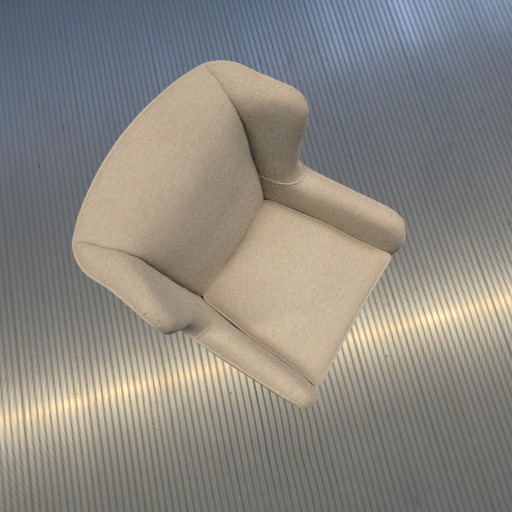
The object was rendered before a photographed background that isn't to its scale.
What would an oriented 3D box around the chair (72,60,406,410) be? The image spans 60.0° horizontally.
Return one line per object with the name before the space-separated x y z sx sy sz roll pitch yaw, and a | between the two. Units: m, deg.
chair | 0.000 0.000 1.753 0.966 1.040 0.838 31 78 7
